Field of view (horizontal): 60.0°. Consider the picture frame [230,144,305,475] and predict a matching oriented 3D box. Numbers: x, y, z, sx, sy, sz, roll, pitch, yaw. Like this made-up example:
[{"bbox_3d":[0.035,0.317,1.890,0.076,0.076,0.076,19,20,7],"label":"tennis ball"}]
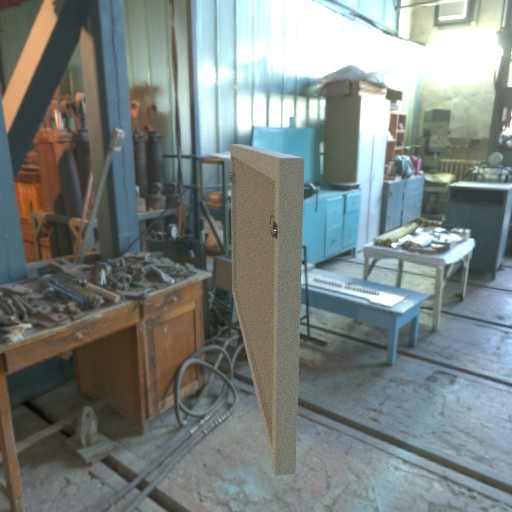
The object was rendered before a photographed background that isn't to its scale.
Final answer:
[{"bbox_3d":[0.000,0.000,0.801,0.044,0.379,0.647,-2,15,-7],"label":"picture frame"}]
